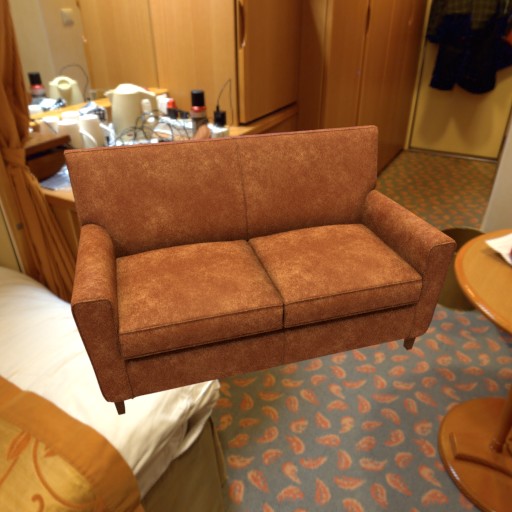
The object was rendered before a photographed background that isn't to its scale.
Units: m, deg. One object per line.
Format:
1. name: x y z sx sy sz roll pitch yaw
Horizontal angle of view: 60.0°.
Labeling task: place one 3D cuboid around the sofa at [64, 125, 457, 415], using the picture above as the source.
1. sofa: 0.000 0.000 1.968 1.473 0.871 0.787 -9 32 -14
